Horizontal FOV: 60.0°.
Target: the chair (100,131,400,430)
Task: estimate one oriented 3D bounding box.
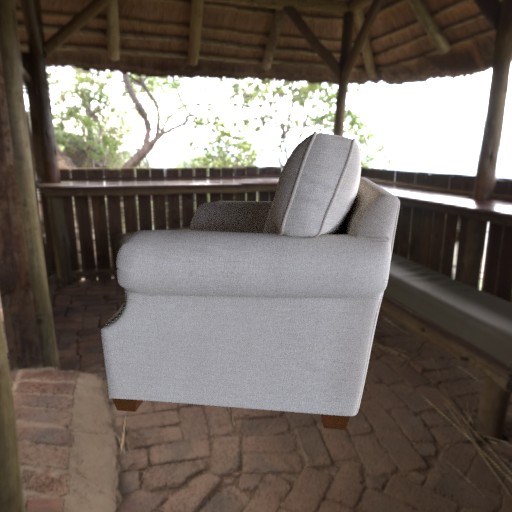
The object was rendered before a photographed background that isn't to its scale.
[{"bbox_3d":[0.000,0.000,1.841,0.965,0.961,1.092,2,14,8],"label":"chair"}]
